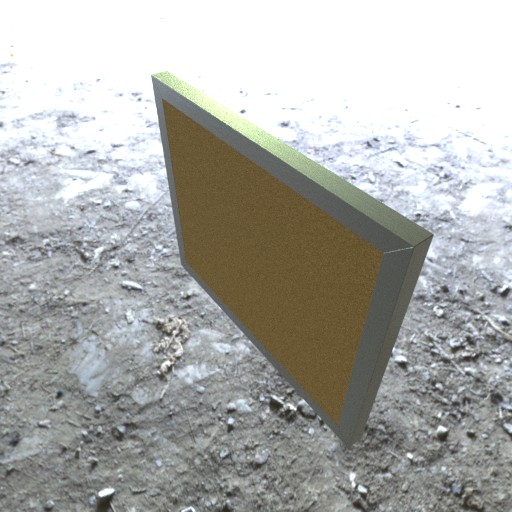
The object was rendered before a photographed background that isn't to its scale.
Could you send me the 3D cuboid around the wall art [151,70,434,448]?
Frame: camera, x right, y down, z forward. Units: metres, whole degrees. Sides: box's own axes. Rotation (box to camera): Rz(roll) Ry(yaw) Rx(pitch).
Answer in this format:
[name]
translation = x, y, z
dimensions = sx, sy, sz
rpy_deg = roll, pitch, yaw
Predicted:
[wall art]
translation = 0.000, 0.000, 0.761
dimensions = 0.032, 0.456, 0.557
rpy_deg = -27, 49, -26
